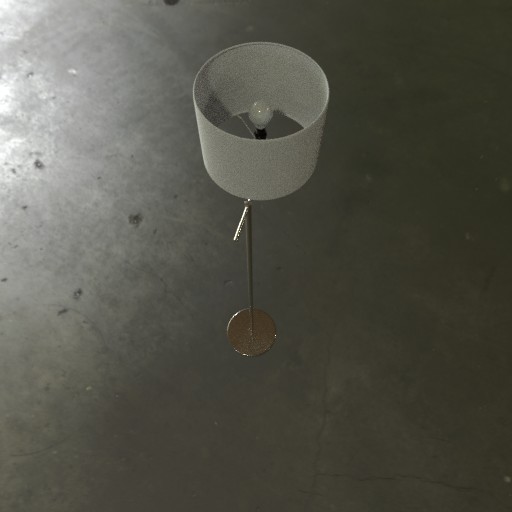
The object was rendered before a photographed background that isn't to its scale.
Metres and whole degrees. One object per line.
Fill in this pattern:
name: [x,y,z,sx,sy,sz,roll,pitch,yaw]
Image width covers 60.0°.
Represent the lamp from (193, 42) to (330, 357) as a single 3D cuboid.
lamp: [0.000,0.000,1.744,0.324,1.600,0.416,14,64,7]
